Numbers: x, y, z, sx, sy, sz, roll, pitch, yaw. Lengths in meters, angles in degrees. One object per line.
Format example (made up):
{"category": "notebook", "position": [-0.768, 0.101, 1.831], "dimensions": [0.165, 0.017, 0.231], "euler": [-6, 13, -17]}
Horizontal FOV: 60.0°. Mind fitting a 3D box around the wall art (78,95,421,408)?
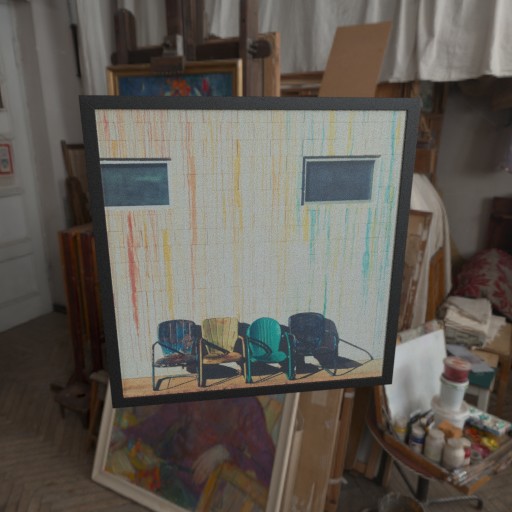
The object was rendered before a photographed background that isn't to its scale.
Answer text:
{"category": "wall art", "position": [0.000, 0.000, 0.451], "dimensions": [0.304, 0.304, 0.038], "euler": [-2, 17, -8]}
